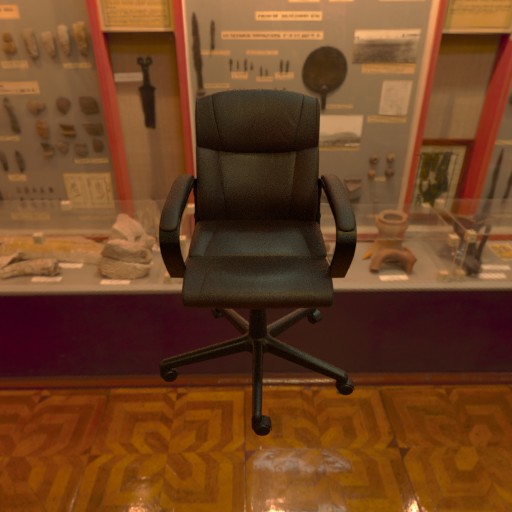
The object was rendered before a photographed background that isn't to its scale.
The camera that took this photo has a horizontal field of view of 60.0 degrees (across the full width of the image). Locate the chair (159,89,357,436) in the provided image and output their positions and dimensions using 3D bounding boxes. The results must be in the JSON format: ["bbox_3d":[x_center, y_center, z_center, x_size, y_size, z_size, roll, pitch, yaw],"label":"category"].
[{"bbox_3d":[0.000,0.000,1.558,0.739,1.004,0.717,0,30,0],"label":"chair"}]
